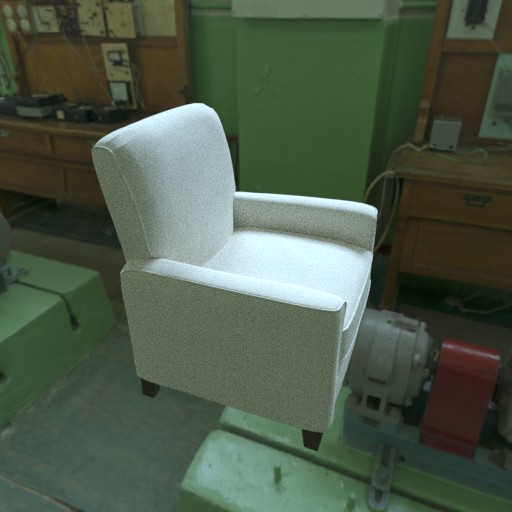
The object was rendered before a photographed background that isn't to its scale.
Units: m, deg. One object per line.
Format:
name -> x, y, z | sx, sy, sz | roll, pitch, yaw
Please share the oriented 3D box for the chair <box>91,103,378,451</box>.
chair -> 0.000, 0.000, 1.721 | 0.858, 1.028, 0.841 | 11, 31, 18
